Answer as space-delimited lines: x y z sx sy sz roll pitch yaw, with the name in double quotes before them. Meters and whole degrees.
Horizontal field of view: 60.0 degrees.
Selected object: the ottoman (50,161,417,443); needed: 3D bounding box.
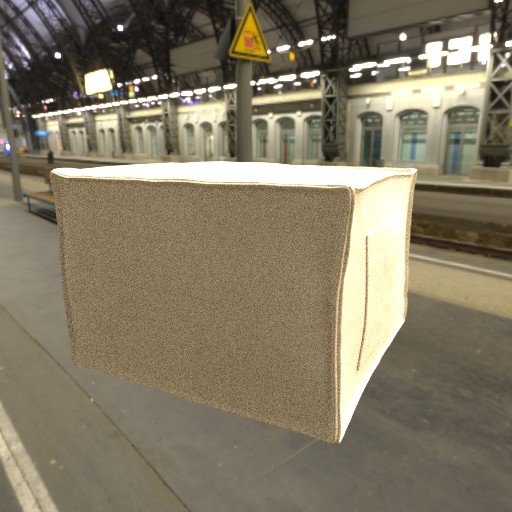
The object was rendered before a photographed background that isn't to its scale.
"ottoman" 0.000 0.000 1.141 0.696 0.470 0.707 7 16 27
